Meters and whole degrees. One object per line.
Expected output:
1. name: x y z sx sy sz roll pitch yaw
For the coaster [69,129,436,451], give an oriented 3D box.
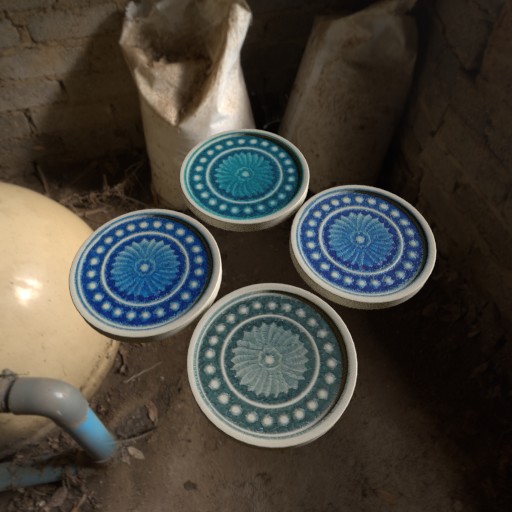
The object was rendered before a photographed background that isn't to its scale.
1. coaster: 0.000 0.000 0.329 0.220 0.010 0.224 32 62 19
